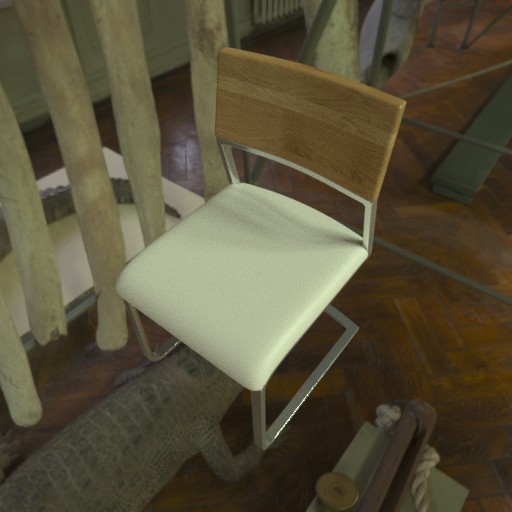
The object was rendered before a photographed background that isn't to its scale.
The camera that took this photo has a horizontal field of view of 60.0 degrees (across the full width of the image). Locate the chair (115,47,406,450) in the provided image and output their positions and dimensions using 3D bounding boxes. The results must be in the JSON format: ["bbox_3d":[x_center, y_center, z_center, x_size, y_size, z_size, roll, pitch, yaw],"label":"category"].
[{"bbox_3d":[0.000,0.000,1.150,0.467,0.844,0.585,29,51,26],"label":"chair"}]
